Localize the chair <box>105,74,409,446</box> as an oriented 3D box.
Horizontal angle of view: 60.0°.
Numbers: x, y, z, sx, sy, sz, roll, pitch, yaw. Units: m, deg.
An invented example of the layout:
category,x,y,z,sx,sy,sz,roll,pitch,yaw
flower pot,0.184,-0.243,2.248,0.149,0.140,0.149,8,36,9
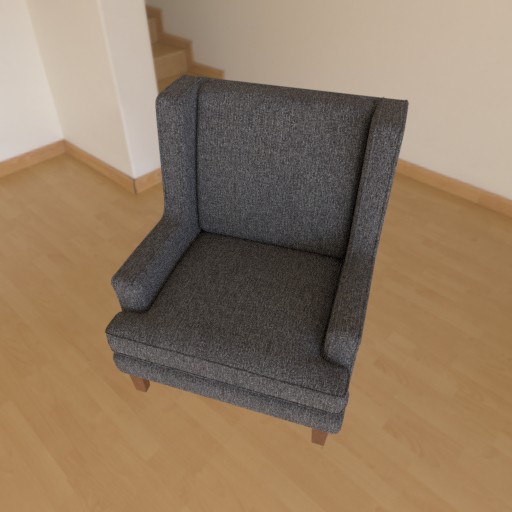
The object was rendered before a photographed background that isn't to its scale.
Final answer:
category,x,y,z,sx,sy,sz,roll,pitch,yaw
chair,0.000,0.000,1.806,0.942,1.082,0.927,12,42,13
